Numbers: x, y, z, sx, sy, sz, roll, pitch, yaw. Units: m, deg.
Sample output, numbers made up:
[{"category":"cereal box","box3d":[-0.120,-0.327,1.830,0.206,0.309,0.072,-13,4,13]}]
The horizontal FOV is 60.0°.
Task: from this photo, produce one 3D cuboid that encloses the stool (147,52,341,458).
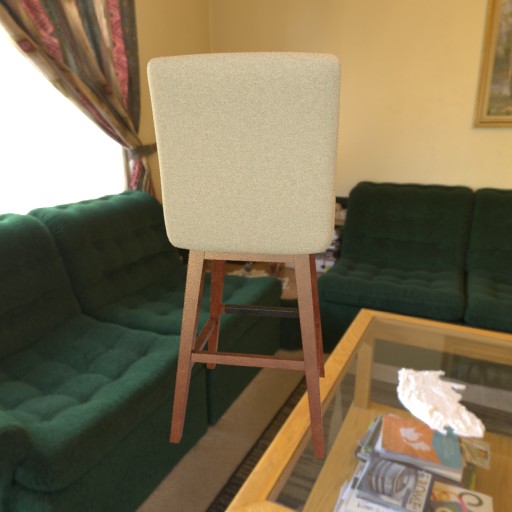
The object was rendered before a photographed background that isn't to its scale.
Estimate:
[{"category":"stool","box3d":[0.000,0.000,1.387,0.470,1.092,0.559,2,16,8]}]
